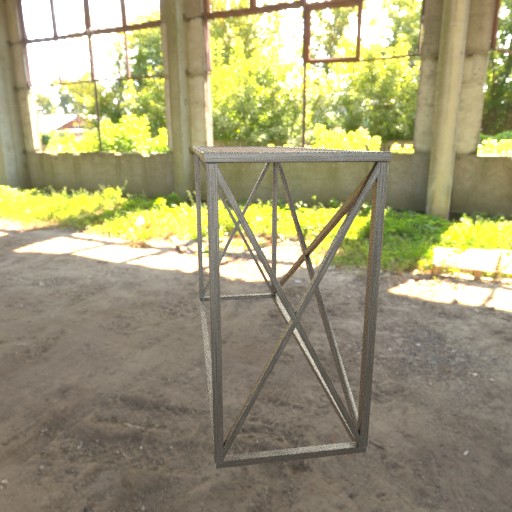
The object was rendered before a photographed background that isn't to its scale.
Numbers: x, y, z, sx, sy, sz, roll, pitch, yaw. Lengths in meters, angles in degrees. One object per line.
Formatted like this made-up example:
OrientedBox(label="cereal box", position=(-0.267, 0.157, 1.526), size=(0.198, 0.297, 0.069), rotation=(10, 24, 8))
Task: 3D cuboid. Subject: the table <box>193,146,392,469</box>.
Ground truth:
OrientedBox(label="table", position=(0.000, 0.000, 1.594), size=(0.402, 0.753, 1.216), rotation=(-2, 15, -9))
